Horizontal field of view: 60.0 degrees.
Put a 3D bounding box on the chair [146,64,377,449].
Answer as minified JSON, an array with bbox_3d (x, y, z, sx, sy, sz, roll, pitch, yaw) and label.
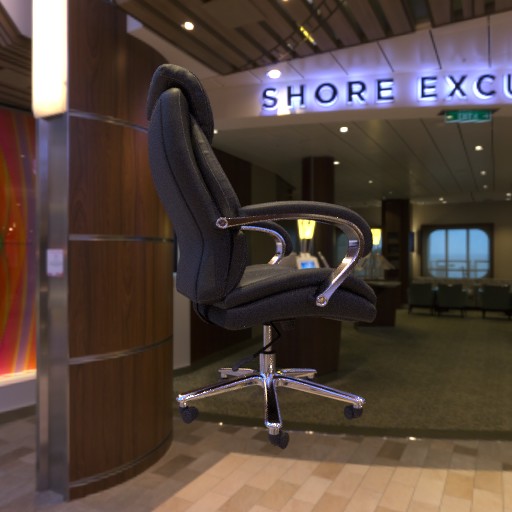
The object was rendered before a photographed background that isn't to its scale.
[{"bbox_3d":[0.000,0.000,1.672,0.790,1.183,0.755,0,0,-18],"label":"chair"}]
